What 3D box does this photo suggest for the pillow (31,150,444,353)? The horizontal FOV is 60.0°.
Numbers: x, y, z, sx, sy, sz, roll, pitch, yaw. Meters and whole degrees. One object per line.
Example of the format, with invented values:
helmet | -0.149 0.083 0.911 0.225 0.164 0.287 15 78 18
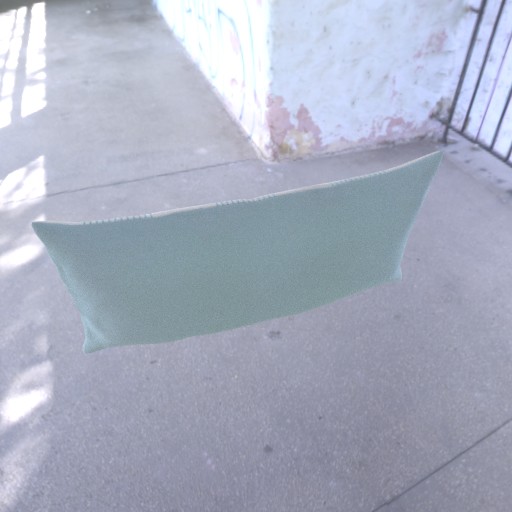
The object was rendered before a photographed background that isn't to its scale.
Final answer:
pillow | 0.000 0.000 0.723 0.610 0.287 0.151 -12 43 -13
